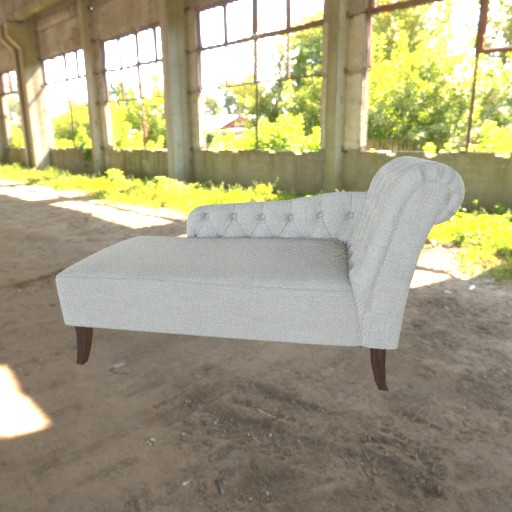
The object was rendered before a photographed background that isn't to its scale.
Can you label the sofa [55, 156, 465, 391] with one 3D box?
[{"bbox_3d":[0.000,0.000,1.802,1.379,0.787,0.675,3,15,10],"label":"sofa"}]
